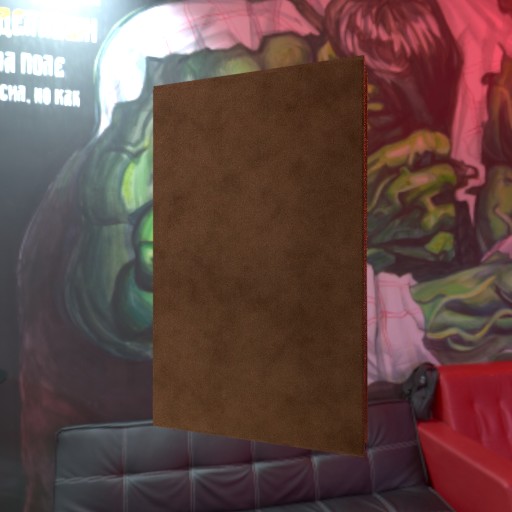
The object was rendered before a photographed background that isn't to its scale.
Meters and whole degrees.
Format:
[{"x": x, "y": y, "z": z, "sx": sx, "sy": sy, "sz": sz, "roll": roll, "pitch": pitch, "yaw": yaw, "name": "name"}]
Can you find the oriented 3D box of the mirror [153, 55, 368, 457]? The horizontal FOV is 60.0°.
[{"x": 0.000, "y": 0.000, "z": 0.961, "sx": 0.468, "sy": 0.768, "sz": 0.082, "roll": 0, "pitch": 0, "yaw": 20, "name": "mirror"}]
